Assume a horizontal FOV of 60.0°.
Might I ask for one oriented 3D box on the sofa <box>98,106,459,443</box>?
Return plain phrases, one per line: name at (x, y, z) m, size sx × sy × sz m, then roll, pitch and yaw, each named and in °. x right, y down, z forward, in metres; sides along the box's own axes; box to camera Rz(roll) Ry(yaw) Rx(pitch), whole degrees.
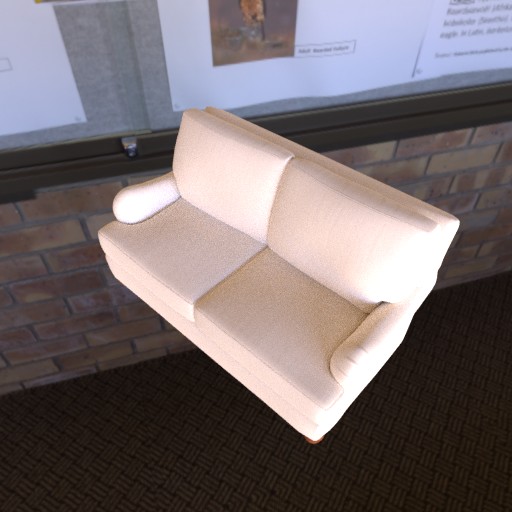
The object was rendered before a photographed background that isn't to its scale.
sofa at (0.000, 0.000, 2.654) m, size 1.853 × 1.101 × 1.084 m, roll 33°, pitch 54°, yaw 28°
